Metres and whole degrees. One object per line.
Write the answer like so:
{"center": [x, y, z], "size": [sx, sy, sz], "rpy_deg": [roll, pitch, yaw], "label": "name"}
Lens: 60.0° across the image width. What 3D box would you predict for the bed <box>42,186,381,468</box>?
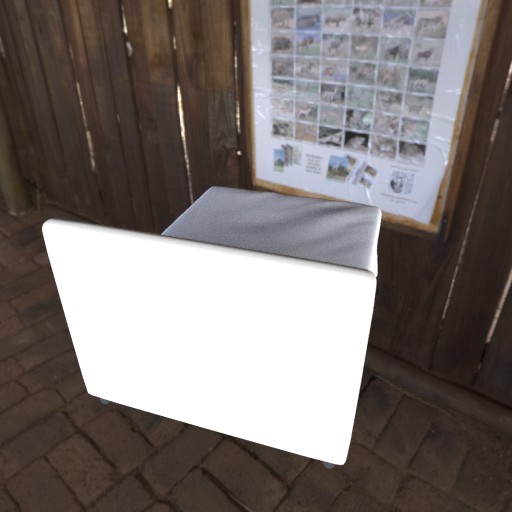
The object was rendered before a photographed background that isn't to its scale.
{"center": [0.000, 0.000, 3.196], "size": [1.714, 1.330, 2.147], "rpy_deg": [10, 33, 15], "label": "bed"}
